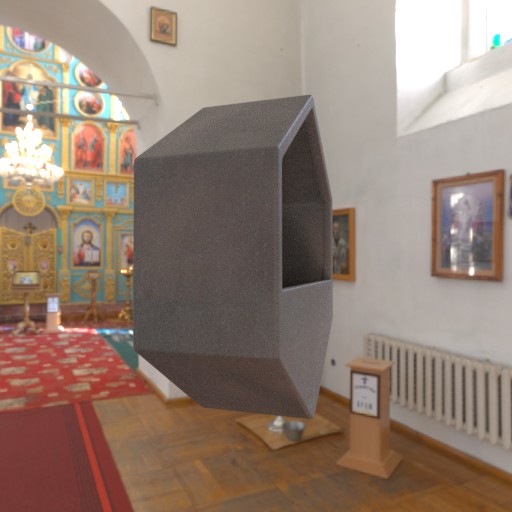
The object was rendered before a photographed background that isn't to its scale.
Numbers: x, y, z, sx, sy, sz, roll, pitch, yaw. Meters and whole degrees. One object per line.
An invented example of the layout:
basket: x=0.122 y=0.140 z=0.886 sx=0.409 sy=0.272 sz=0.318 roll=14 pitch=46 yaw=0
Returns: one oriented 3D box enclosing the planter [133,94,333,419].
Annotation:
planter: x=0.000 y=0.000 z=0.294 sx=0.077 sy=0.206 sz=0.169 roll=0 pitch=-1 yaw=18
